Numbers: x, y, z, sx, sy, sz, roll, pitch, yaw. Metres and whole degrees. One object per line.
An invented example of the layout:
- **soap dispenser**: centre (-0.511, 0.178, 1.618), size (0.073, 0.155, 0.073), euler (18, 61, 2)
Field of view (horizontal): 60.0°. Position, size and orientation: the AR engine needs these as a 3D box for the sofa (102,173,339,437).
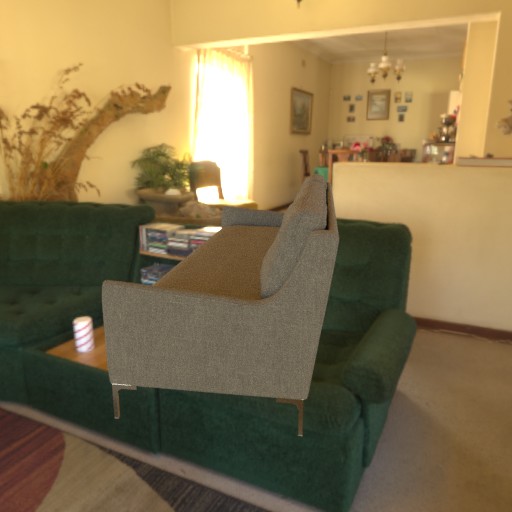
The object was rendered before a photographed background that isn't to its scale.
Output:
- **sofa**: centre (0.000, 0.000, 2.537), size (0.849, 0.837, 2.060), euler (2, 14, 8)
